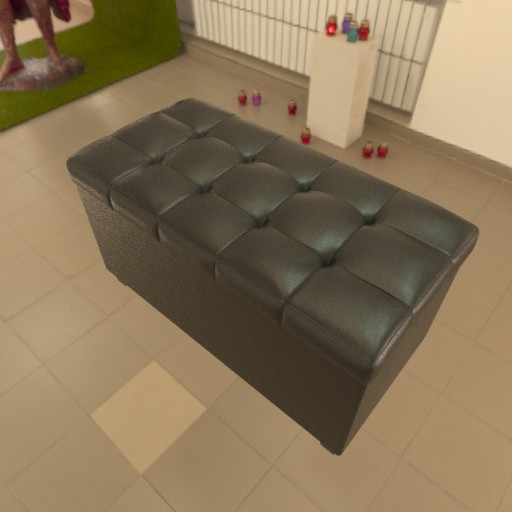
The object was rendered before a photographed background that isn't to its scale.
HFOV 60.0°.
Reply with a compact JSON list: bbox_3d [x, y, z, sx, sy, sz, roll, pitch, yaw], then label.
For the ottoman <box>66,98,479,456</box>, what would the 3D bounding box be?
[{"bbox_3d":[0.000,0.000,1.102,0.838,0.470,0.432,32,54,27],"label":"ottoman"}]
